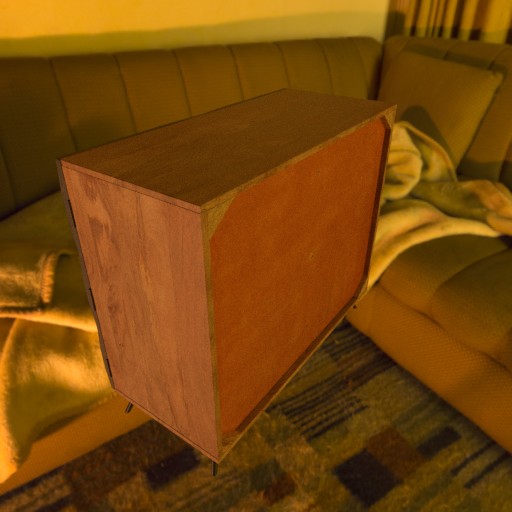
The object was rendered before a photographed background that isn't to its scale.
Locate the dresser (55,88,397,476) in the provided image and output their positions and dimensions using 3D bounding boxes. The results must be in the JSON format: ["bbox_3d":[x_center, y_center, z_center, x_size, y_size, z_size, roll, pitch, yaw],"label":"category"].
[{"bbox_3d":[0.000,0.000,1.446,0.446,0.847,0.967,21,37,30],"label":"dresser"}]
